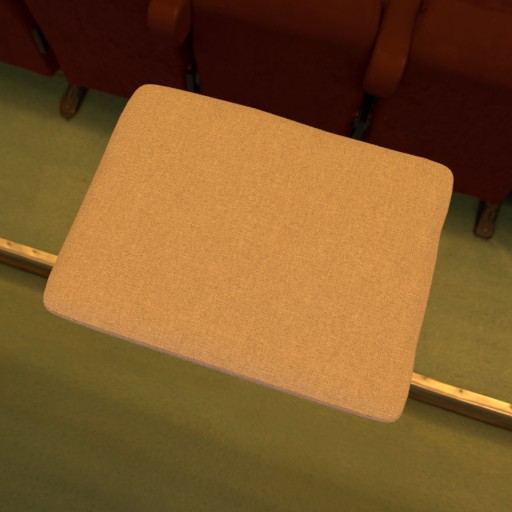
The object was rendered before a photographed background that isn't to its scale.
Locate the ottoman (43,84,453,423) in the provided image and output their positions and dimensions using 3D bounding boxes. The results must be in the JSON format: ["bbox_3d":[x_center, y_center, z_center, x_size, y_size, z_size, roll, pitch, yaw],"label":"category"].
[{"bbox_3d":[0.000,0.000,1.294,0.898,0.519,0.677,17,76,5],"label":"ottoman"}]
